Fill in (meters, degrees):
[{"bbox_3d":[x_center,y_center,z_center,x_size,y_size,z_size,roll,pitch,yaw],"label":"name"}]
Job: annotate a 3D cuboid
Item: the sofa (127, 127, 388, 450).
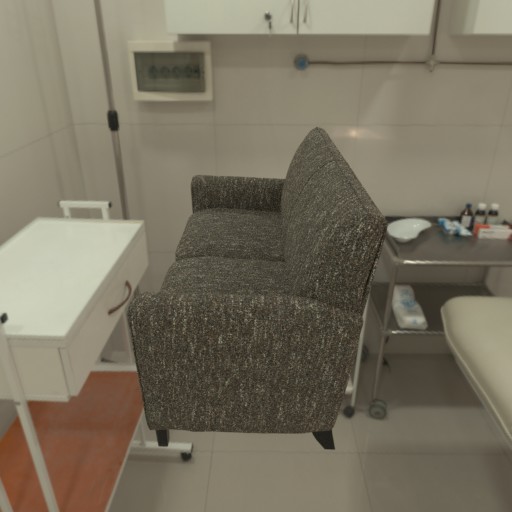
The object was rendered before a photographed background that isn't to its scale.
[{"bbox_3d":[0.000,0.000,2.102,0.801,0.946,1.519,0,26,1],"label":"sofa"}]
